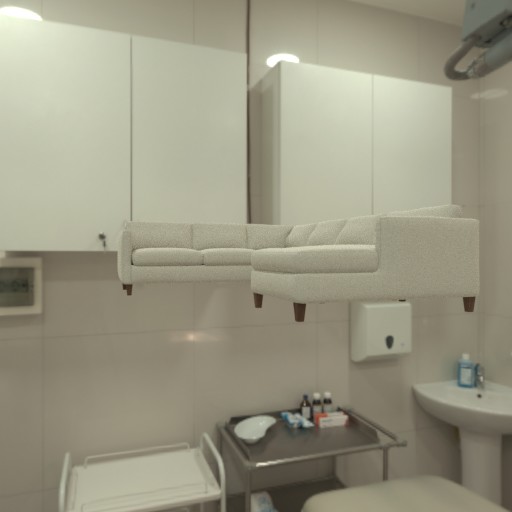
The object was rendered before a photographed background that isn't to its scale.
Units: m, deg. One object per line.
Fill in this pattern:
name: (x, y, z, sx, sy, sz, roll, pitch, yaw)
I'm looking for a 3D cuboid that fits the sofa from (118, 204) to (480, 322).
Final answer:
sofa: (0.000, 0.000, 4.470, 2.551, 0.853, 3.238, 0, 0, -20)
